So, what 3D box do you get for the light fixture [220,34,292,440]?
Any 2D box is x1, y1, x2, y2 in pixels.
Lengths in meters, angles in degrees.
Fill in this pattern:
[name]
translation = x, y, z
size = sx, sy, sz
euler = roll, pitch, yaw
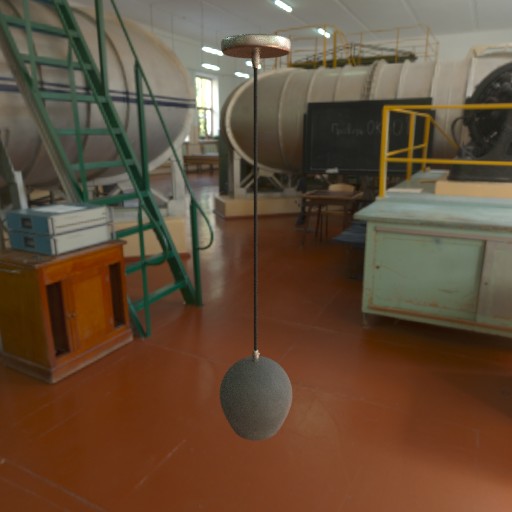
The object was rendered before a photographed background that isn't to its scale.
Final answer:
[light fixture]
translation = 0.000, 0.000, 0.857
size = 0.153, 0.760, 0.153
euler = -8, 17, -27
